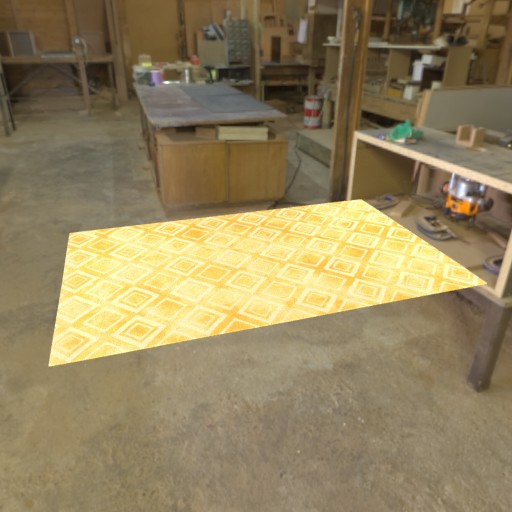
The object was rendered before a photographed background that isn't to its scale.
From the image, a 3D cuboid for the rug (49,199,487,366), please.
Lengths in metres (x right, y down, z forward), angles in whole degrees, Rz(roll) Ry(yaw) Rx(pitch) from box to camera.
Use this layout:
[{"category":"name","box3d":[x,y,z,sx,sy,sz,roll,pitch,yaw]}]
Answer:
[{"category":"rug","box3d":[0.000,0.000,2.955,2.424,0.010,1.511,-8,28,-15]}]
